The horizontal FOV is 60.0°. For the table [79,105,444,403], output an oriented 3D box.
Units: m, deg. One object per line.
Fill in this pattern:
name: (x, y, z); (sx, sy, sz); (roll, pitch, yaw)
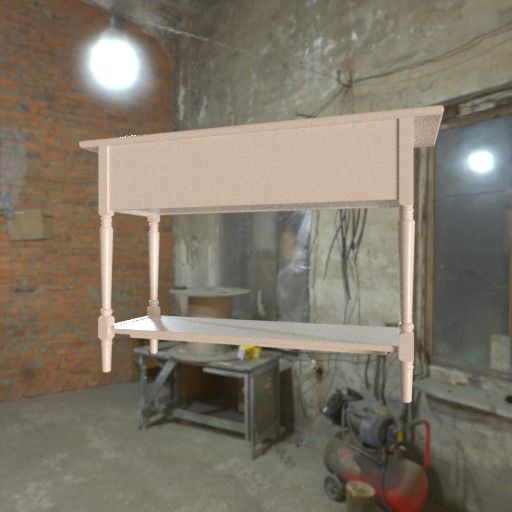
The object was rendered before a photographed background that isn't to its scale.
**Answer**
table: (0.000, 0.000, 1.559); (1.191, 0.814, 0.386); (0, 0, 19)
